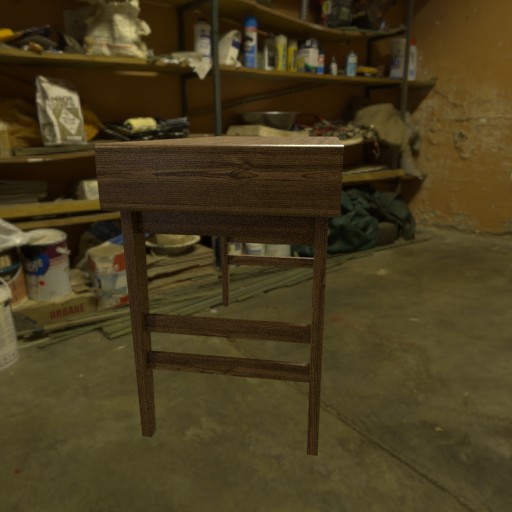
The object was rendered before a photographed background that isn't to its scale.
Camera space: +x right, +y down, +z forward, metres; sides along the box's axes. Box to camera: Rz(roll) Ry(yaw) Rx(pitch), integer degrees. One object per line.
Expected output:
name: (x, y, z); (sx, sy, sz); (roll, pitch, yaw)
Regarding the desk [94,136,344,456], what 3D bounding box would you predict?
desk: (0.000, 0.000, 1.478); (0.508, 0.755, 1.067); (3, 16, 9)
